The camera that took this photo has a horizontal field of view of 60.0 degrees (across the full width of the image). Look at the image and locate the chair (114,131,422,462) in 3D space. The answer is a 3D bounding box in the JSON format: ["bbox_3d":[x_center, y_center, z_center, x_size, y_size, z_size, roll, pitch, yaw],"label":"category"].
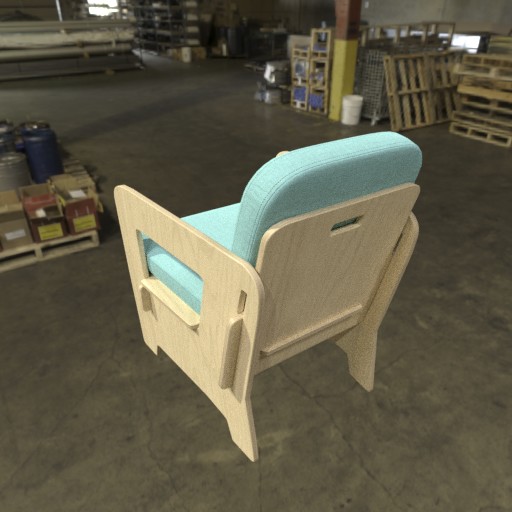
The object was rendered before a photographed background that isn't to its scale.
[{"bbox_3d":[0.000,0.000,1.269,0.590,0.800,0.710,-19,35,-29],"label":"chair"}]
